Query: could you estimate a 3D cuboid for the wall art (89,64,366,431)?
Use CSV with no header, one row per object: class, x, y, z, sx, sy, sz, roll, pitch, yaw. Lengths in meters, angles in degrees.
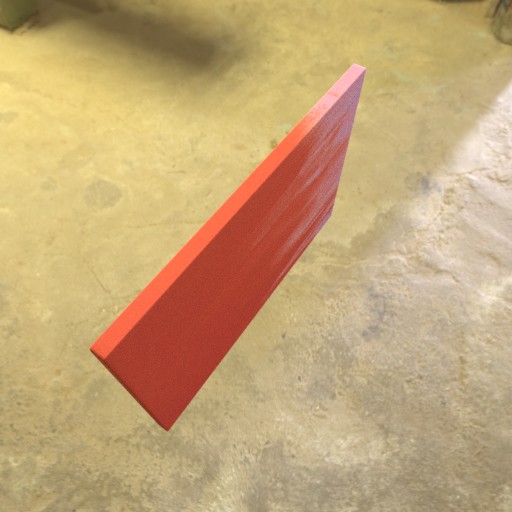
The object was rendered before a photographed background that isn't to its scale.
wall art,0.000,0.000,1.172,0.040,0.609,0.913,31,63,17
